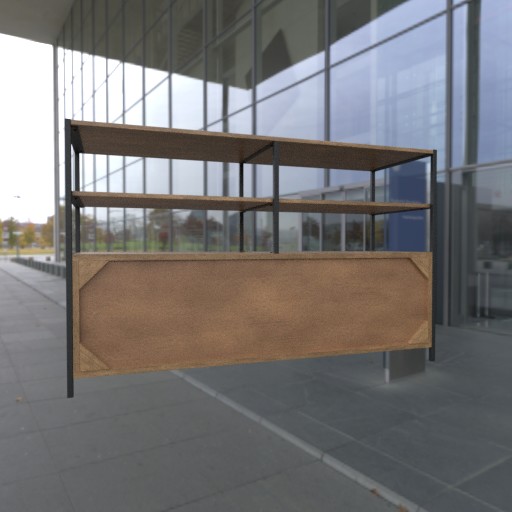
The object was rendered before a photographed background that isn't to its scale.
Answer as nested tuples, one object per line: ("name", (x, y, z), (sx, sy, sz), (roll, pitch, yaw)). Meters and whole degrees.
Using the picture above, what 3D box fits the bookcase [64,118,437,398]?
("bookcase", (0.000, 0.000, 1.492), (1.149, 0.712, 0.391), (0, 1, -19))
